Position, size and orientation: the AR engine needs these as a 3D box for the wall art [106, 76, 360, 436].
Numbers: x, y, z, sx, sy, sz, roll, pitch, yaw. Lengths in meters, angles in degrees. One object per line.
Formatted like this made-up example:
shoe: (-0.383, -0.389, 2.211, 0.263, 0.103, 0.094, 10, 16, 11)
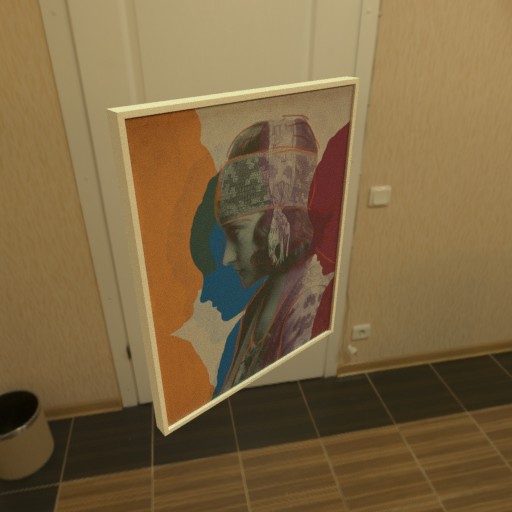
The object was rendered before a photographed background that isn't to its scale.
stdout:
wall art: (0.000, 0.000, 0.776, 0.443, 0.549, 0.030, -23, 36, -34)
